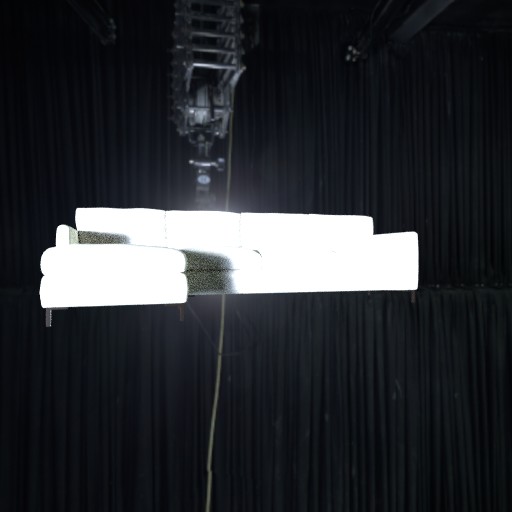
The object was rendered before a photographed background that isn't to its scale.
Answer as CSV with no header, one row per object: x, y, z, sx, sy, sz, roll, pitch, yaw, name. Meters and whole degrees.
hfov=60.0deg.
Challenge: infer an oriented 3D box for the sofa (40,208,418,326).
0.000,0.000,3.822,3.186,0.875,1.467,0,0,-17,sofa
